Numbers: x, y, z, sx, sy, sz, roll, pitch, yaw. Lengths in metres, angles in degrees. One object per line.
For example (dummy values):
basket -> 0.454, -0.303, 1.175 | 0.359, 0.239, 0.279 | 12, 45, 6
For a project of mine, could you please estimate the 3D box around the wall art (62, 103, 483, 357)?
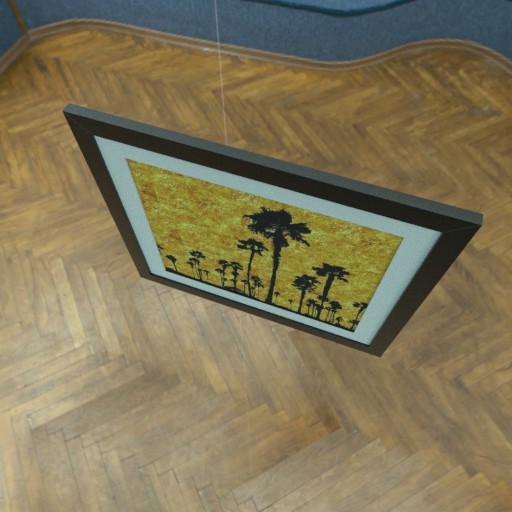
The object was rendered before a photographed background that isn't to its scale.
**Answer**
wall art -> 0.000, 0.000, 0.527 | 0.383, 0.332, 0.012 | 17, 61, 10
